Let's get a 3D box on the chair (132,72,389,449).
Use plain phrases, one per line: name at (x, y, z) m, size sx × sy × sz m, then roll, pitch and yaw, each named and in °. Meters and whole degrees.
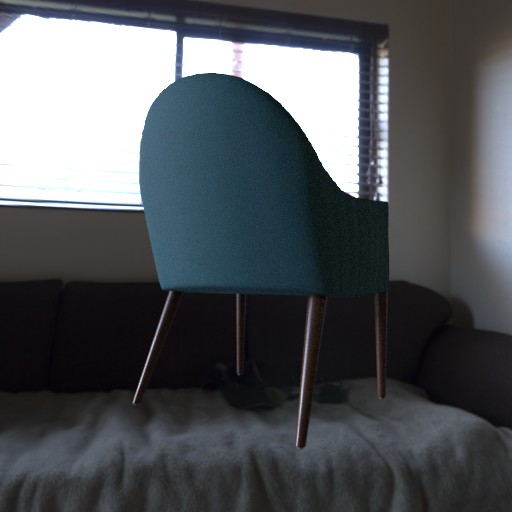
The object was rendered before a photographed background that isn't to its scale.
chair at (0.000, 0.000, 1.381) m, size 0.656 × 0.907 × 0.652 m, roll -2°, pitch -3°, yaw 36°
